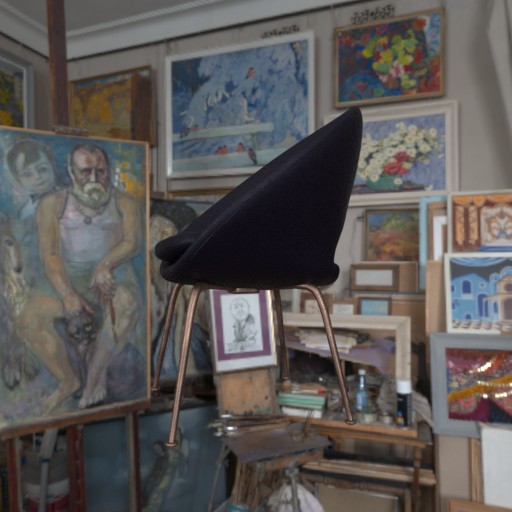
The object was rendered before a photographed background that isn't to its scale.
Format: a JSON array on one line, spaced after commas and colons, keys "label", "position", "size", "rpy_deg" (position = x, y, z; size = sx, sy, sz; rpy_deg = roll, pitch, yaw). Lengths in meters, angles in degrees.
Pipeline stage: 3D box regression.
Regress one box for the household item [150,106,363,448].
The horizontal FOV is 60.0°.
[{"label": "household item", "position": [0.000, 0.000, 1.289], "size": [0.573, 0.852, 0.623], "rpy_deg": [0, -1, -17]}]
